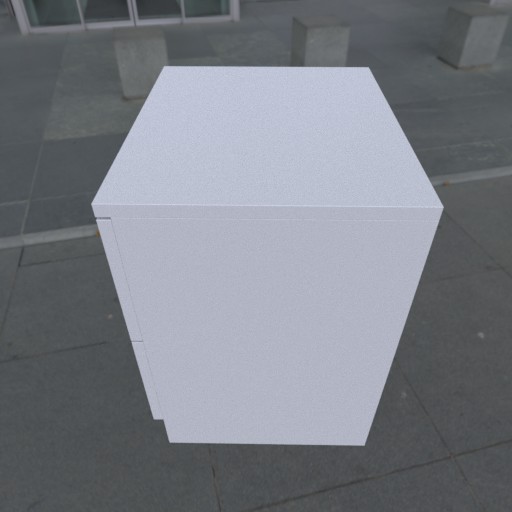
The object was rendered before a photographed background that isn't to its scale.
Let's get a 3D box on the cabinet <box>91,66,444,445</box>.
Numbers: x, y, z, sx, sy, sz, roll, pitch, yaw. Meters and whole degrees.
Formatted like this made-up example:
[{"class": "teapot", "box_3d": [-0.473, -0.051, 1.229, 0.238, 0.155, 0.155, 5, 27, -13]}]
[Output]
[{"class": "cabinet", "box_3d": [0.000, 0.000, 0.724, 0.360, 0.470, 0.400, 1, 41, 1]}]
